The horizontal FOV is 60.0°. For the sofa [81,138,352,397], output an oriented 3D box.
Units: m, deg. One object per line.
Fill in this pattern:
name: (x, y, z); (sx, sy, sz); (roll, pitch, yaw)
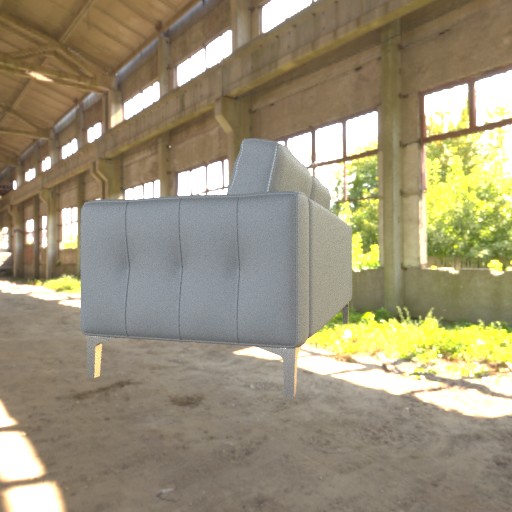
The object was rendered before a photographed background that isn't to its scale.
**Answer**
sofa: (0.000, 0.000, 2.288); (0.833, 0.892, 1.726); (0, 0, 18)
